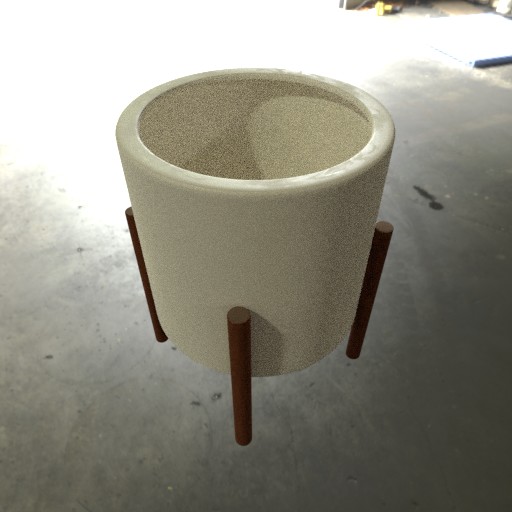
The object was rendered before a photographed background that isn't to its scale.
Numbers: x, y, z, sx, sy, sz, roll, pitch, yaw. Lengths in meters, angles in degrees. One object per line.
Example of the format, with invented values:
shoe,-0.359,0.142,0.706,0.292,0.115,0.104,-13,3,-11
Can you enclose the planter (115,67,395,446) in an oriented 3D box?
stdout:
planter,0.000,0.000,0.872,0.421,0.581,0.420,-27,49,-26
